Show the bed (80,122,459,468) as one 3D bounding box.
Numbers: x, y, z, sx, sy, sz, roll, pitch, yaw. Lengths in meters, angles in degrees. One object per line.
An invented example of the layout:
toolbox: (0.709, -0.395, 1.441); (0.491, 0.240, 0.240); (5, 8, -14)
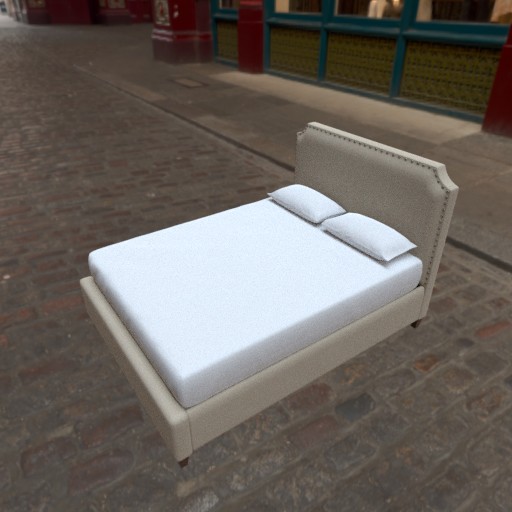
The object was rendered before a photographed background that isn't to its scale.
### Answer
bed: (0.000, 0.000, 3.449); (2.329, 1.415, 1.703); (-20, 37, -29)
